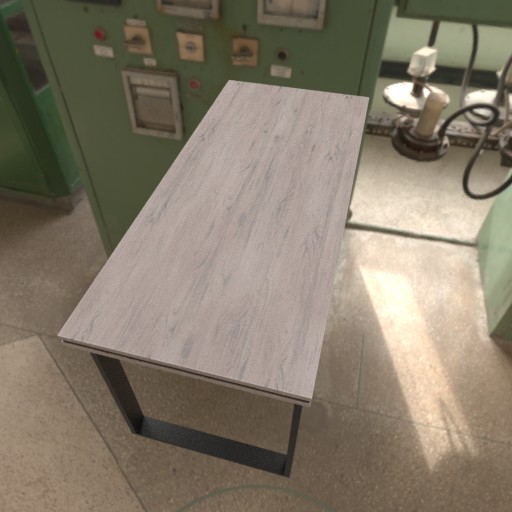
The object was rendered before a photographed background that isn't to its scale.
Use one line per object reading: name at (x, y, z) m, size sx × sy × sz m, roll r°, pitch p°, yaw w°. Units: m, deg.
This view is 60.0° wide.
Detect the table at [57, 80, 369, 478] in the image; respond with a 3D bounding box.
table at (0.000, 0.000, 2.212) m, size 0.795 × 0.899 × 1.778 m, roll 11°, pitch 48°, yaw 10°
